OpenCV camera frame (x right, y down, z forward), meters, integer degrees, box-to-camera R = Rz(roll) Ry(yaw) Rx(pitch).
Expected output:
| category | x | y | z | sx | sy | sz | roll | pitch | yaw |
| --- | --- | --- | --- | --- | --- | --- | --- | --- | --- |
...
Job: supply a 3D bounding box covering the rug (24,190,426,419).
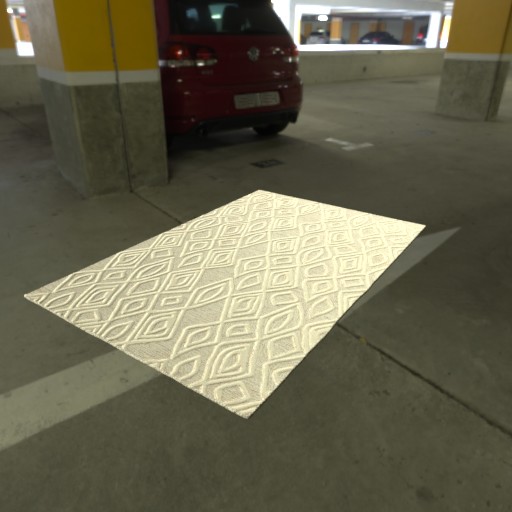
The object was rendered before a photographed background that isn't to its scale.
| category | x | y | z | sx | sy | sz | roll | pitch | yaw |
| --- | --- | --- | --- | --- | --- | --- | --- | --- | --- |
| rug | 0.000 | 0.000 | 2.304 | 1.224 | 0.016 | 1.832 | 17 | 31 | 31 |
